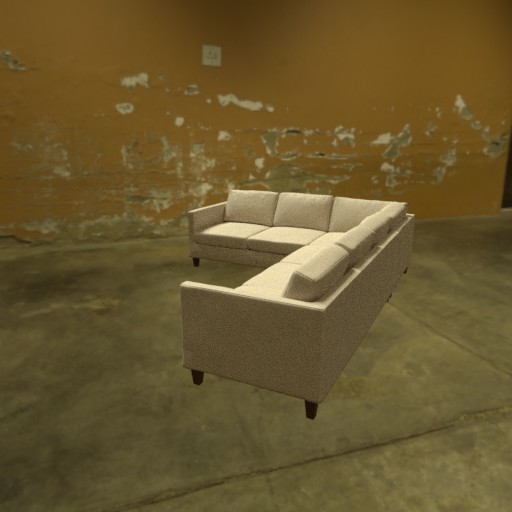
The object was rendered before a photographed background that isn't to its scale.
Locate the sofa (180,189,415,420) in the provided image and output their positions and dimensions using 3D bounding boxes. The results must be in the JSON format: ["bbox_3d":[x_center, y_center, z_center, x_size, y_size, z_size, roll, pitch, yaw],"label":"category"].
[{"bbox_3d":[0.000,0.000,4.224,2.432,0.863,3.182,8,17,26],"label":"sofa"}]
